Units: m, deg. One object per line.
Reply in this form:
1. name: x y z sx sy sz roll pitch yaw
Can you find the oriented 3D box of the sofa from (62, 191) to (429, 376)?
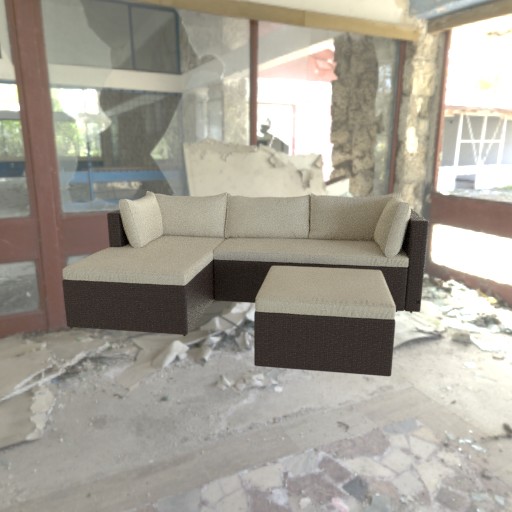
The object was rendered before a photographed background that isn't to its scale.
1. sofa: 0.000 0.000 2.941 2.192 0.766 1.612 2 14 9
